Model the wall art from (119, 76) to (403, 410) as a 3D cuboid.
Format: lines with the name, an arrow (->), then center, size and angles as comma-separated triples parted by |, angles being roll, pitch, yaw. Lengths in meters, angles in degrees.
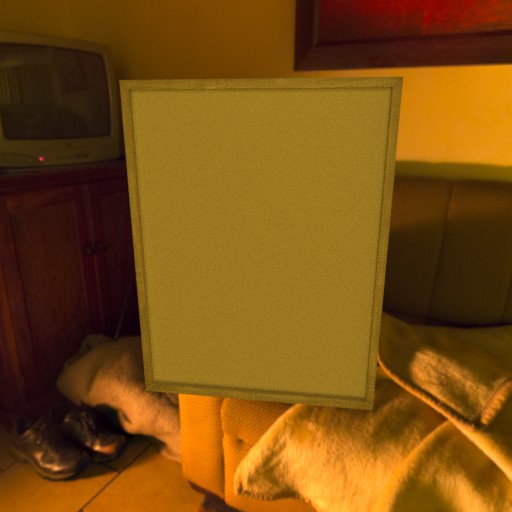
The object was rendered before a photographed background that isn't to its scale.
wall art -> 0.000, 0.000, 1.372 | 0.781, 1.022, 0.035 | 2, 17, 7
